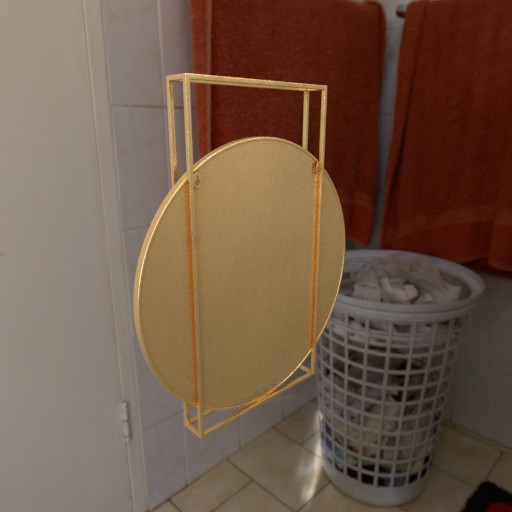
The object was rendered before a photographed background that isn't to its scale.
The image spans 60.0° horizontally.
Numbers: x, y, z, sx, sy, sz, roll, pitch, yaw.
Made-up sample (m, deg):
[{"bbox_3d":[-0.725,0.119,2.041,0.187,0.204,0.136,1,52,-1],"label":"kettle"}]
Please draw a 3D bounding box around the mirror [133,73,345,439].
[{"bbox_3d":[0.000,0.000,0.819,0.508,0.603,0.051,-15,22,-41],"label":"mirror"}]
